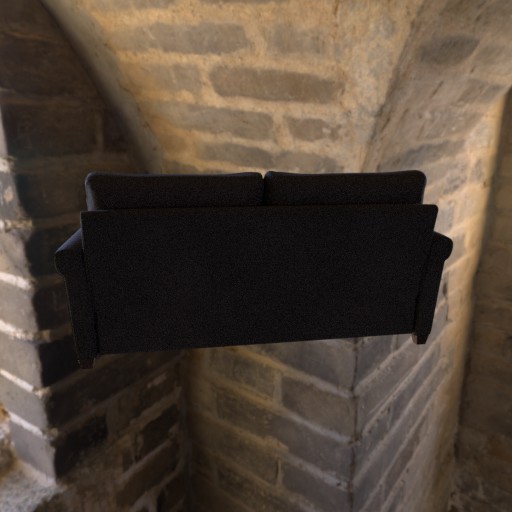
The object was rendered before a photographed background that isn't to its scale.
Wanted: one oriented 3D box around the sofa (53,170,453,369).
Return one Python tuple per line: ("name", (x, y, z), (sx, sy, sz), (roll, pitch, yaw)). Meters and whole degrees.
("sofa", (0.000, 0.000, 2.444), (1.935, 0.942, 0.842), (-2, 13, -9))
